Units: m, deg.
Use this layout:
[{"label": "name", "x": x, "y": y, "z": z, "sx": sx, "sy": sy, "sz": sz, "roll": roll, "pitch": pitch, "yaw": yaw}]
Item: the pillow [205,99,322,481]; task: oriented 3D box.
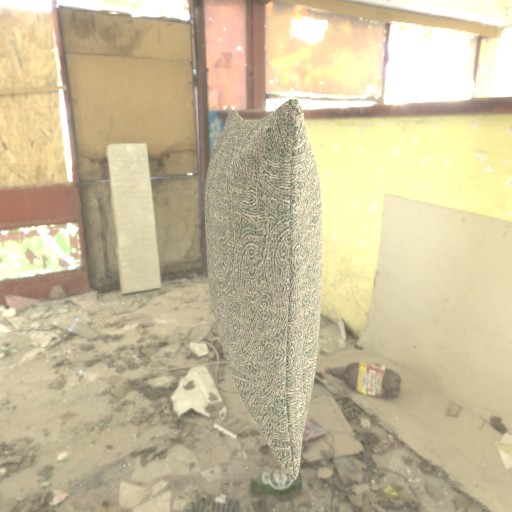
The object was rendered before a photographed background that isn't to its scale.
[{"label": "pillow", "x": 0.000, "y": 0.000, "z": 0.791, "sx": 0.166, "sy": 0.507, "sz": 0.526, "roll": -3, "pitch": 17, "yaw": -10}]
